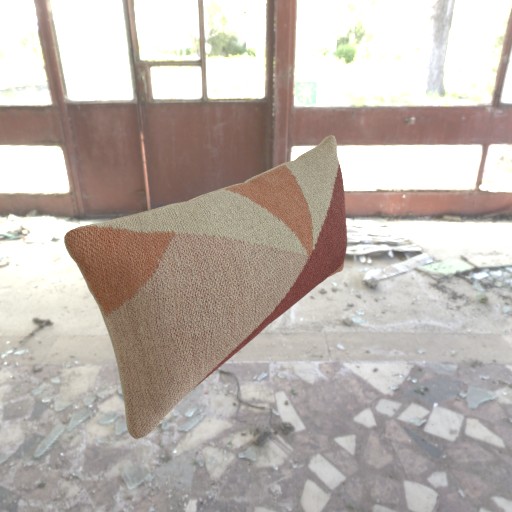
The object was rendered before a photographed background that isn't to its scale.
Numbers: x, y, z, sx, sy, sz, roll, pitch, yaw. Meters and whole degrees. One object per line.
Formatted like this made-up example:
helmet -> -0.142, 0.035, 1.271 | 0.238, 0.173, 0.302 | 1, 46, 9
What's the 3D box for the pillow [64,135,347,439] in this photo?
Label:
pillow -> 0.000, 0.000, 0.725 | 0.155, 0.292, 0.609 | 18, 31, 32
